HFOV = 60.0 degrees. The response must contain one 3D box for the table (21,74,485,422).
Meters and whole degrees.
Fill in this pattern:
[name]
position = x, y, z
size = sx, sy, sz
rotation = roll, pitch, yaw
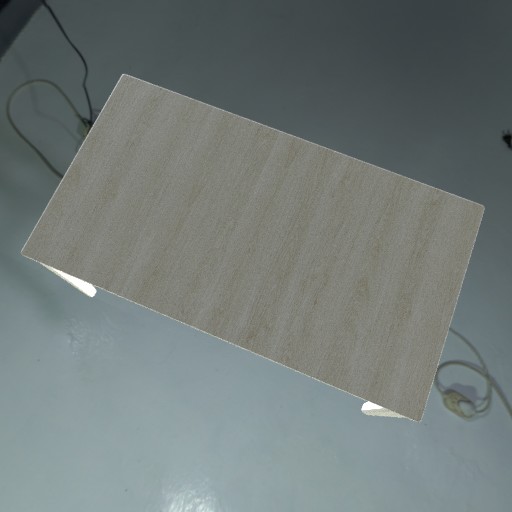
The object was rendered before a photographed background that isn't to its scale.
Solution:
[table]
position = 0.000, 0.000, 2.026
size = 1.600, 0.760, 0.900
rotation = 22, 76, 6
